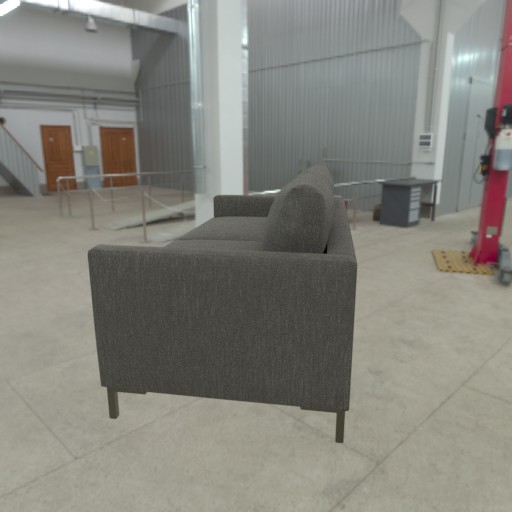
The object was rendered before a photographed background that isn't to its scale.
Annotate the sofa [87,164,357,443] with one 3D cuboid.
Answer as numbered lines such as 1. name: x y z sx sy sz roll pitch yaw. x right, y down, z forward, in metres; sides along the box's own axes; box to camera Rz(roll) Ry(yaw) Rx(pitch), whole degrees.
1. sofa: 0.000 0.000 2.182 0.875 0.840 1.682 2 14 9
